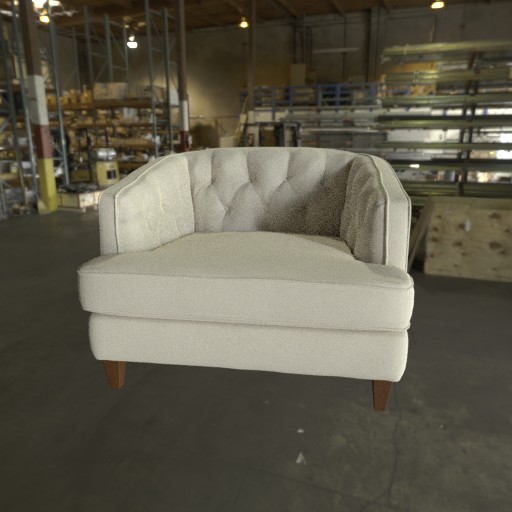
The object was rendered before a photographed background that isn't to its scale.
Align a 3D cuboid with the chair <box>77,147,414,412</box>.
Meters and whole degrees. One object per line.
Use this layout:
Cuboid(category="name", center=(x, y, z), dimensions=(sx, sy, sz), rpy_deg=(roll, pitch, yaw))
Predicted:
Cuboid(category="chair", center=(0.000, 0.000, 1.806), dimensions=(1.104, 0.852, 0.941), rpy_deg=(2, 15, 8))
